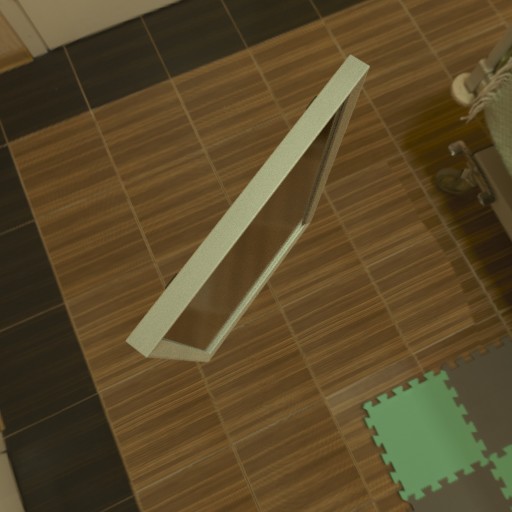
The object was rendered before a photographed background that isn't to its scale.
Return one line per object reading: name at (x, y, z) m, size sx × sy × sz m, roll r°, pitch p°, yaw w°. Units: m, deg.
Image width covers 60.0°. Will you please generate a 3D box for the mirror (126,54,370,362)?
mirror at (0.000, 0.000, 0.937) m, size 0.039 × 0.710 × 0.507 m, roll 35°, pitch 79°, yaw 8°
